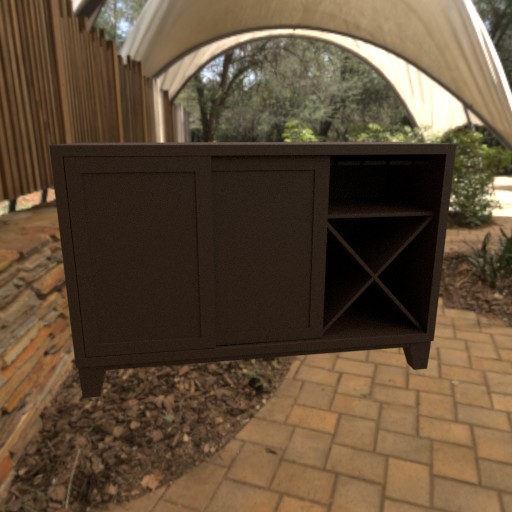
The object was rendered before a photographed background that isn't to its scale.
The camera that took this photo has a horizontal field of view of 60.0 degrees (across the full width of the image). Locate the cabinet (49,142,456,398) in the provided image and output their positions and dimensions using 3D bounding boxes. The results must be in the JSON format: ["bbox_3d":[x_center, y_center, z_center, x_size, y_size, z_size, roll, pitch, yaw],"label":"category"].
[{"bbox_3d":[0.000,0.000,1.853,1.396,0.914,0.482,-2,15,-9],"label":"cabinet"}]
